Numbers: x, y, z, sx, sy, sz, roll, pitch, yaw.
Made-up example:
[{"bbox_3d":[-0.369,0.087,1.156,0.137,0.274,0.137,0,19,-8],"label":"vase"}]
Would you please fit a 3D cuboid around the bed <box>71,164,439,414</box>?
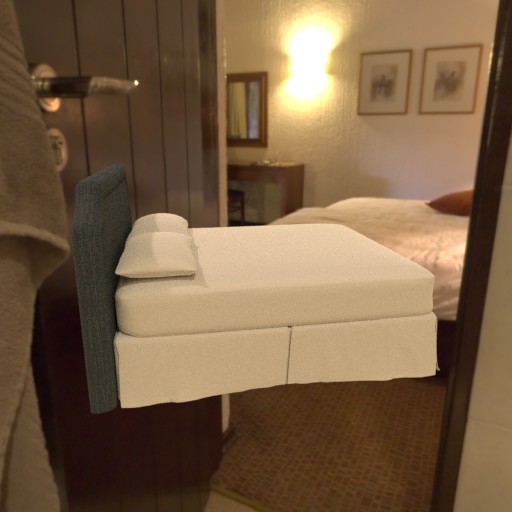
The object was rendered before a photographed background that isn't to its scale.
[{"bbox_3d":[0.000,0.000,3.338,2.208,1.297,1.828,-3,16,-10],"label":"bed"}]
